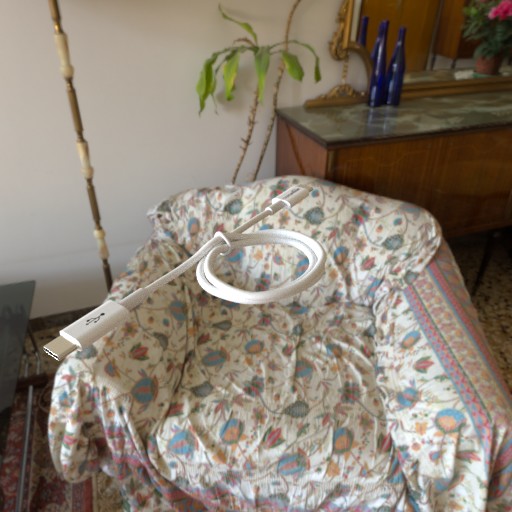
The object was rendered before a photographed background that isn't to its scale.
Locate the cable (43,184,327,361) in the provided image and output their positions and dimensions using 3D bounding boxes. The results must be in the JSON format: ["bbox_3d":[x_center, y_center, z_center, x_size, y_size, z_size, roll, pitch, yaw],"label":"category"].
[{"bbox_3d":[0.000,0.000,0.230,0.070,0.014,0.203,20,37,29],"label":"cable"}]
